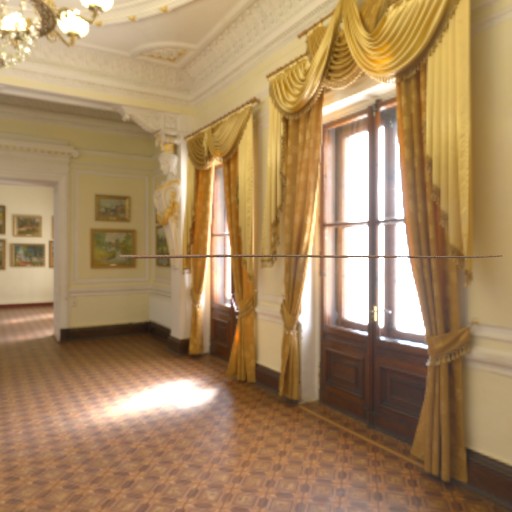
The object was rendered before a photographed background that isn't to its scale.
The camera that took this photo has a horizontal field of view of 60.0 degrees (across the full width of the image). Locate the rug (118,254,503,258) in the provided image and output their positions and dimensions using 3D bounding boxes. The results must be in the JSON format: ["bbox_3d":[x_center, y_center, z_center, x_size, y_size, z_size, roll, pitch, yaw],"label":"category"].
[{"bbox_3d":[0.000,0.000,3.854,2.263,0.022,3.029,0,0,-19],"label":"rug"}]
